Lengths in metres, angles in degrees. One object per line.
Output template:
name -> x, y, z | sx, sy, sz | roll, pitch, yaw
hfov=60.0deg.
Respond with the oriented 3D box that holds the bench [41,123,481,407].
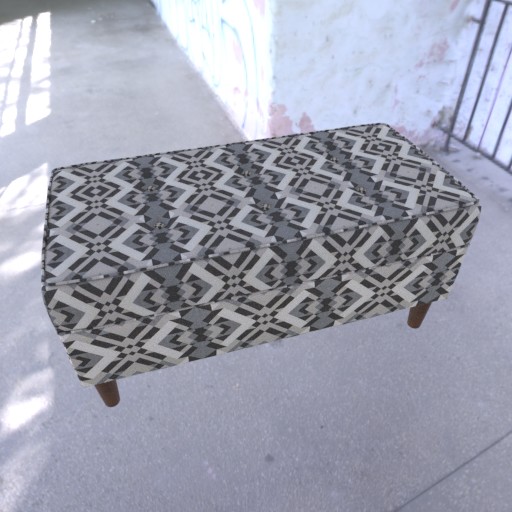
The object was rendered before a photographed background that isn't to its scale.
bench -> 0.000, 0.000, 1.259 | 1.016, 0.477, 0.492 | -11, 42, -13
